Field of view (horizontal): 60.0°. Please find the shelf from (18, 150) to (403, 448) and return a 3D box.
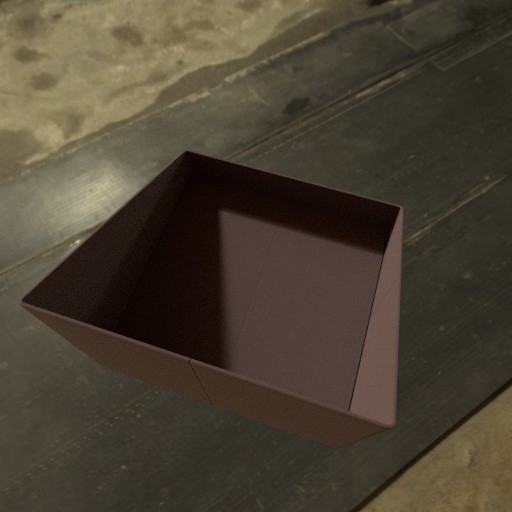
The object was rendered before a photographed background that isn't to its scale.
[{"bbox_3d":[0.000,0.000,0.472,0.292,0.210,0.292,16,64,8],"label":"shelf"}]
